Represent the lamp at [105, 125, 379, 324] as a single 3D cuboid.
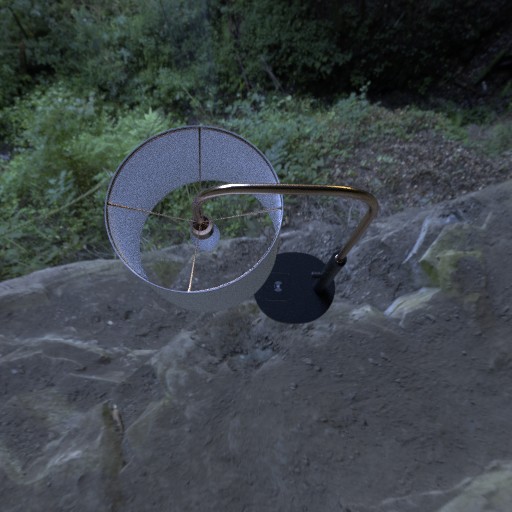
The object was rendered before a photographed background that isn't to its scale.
[{"bbox_3d":[0.000,0.000,0.703,0.337,0.540,0.199,1,75,0],"label":"lamp"}]
